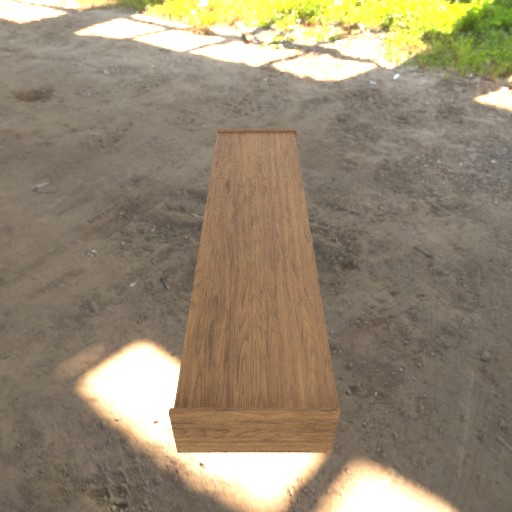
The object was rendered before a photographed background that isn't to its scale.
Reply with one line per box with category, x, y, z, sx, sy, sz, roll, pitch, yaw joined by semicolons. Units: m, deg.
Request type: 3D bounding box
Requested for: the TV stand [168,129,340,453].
TV stand;0.000;0.000;1.997;0.467;0.415;1.796;0;40;0
